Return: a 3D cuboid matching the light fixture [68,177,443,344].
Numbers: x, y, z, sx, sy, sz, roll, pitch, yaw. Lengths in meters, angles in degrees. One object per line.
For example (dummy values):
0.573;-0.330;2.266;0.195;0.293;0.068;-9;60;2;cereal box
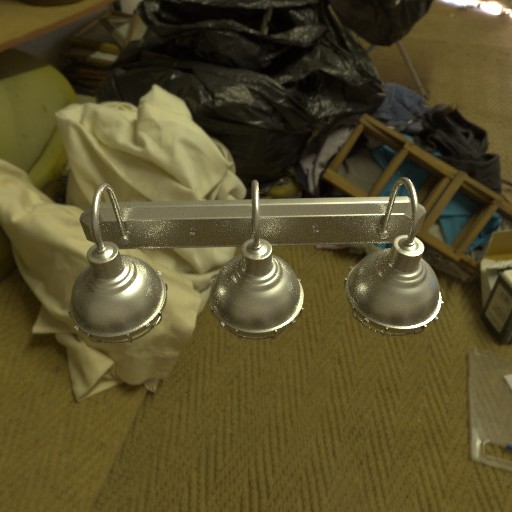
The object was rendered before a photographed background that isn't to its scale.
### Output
0.000;0.000;0.742;0.634;0.254;0.229;-1;46;-1;light fixture
